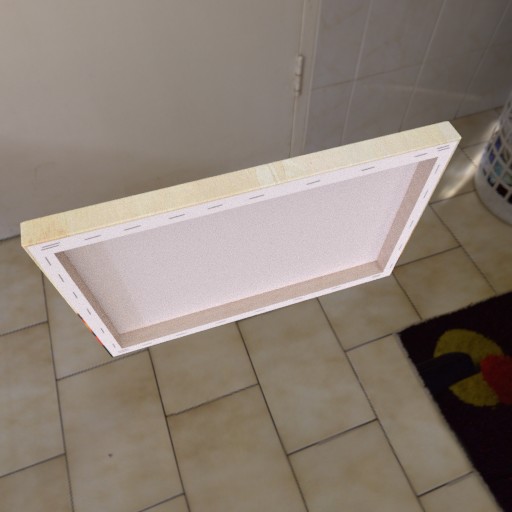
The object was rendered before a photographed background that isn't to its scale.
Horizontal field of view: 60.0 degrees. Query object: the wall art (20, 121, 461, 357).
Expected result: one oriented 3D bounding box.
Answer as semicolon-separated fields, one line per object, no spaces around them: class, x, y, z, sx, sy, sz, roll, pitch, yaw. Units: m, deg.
wall art;0.000;0.000;0.770;0.613;0.402;0.040;-15;59;-9
